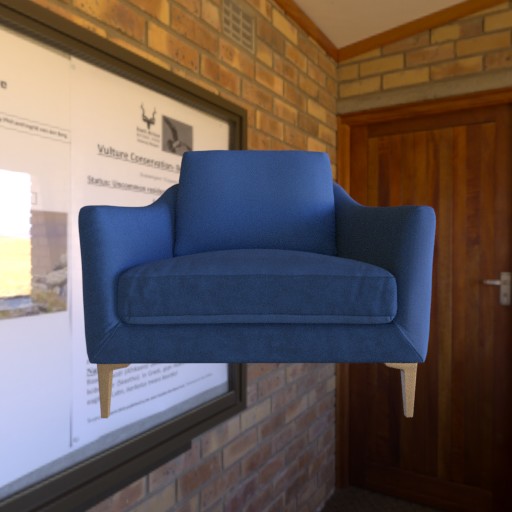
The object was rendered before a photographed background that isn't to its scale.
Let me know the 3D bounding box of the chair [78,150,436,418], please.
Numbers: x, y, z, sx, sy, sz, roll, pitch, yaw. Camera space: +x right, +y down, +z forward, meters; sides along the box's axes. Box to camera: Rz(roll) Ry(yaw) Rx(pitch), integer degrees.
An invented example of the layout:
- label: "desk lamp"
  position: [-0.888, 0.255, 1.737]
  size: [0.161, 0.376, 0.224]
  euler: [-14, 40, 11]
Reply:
- label: "chair"
  position: [0.000, 0.000, 1.672]
  size: [0.987, 0.899, 0.961]
  euler: [0, 1, -1]
